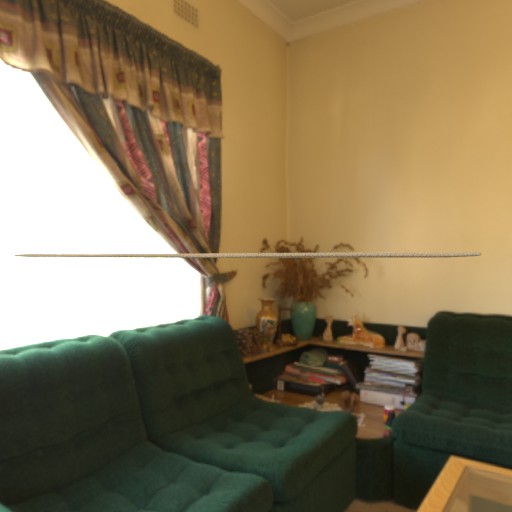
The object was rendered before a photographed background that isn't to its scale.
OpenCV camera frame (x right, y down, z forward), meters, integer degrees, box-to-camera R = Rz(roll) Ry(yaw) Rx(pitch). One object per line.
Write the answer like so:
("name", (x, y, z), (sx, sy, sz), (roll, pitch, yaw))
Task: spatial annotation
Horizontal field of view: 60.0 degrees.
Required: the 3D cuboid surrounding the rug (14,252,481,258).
("rug", (0.000, 0.000, 2.938), (2.459, 0.023, 1.575), (0, 0, 18))
